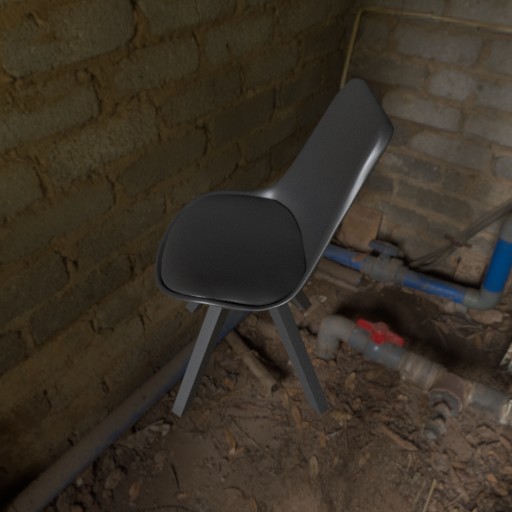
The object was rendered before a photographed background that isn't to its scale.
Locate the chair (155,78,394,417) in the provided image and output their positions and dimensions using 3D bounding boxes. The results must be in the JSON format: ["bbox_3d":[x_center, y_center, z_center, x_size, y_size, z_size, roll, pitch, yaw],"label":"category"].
[{"bbox_3d":[0.000,0.000,1.186,0.530,0.850,0.485,-1,41,-1],"label":"chair"}]
